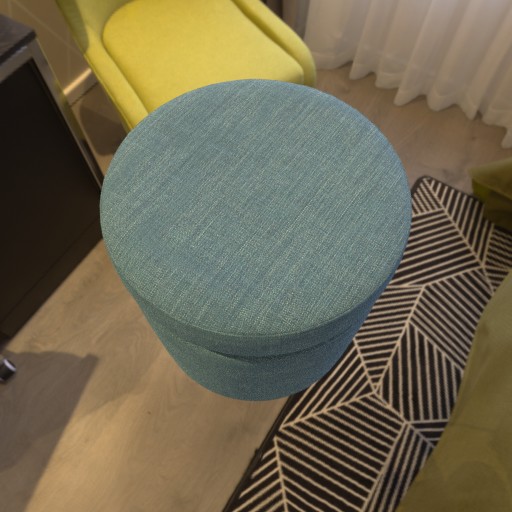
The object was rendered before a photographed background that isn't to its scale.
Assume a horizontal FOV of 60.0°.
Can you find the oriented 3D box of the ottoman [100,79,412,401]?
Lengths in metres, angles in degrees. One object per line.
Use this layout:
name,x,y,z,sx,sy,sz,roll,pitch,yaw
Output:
ottoman,0.000,0.000,0.724,0.398,0.406,0.398,0,63,0
